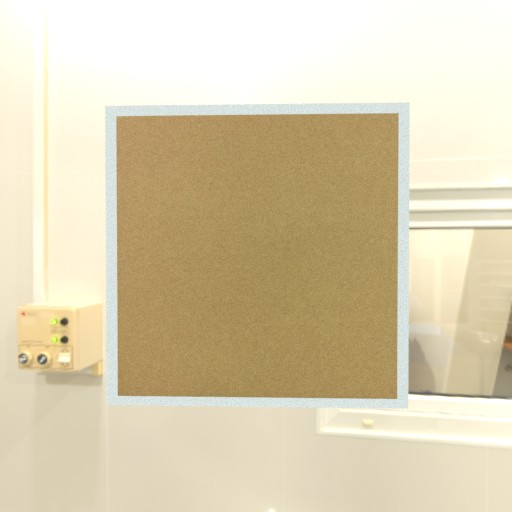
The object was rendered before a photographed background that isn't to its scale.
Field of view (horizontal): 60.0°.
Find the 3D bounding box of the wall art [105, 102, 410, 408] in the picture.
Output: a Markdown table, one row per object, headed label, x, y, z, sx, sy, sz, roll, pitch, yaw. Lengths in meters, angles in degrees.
| label | x | y | z | sx | sy | sz | roll | pitch | yaw |
| --- | --- | --- | --- | --- | --- | --- | --- | --- | --- |
| wall art | 0.000 | 0.000 | 0.459 | 0.307 | 0.307 | 0.020 | 0 | 1 | 2 |
